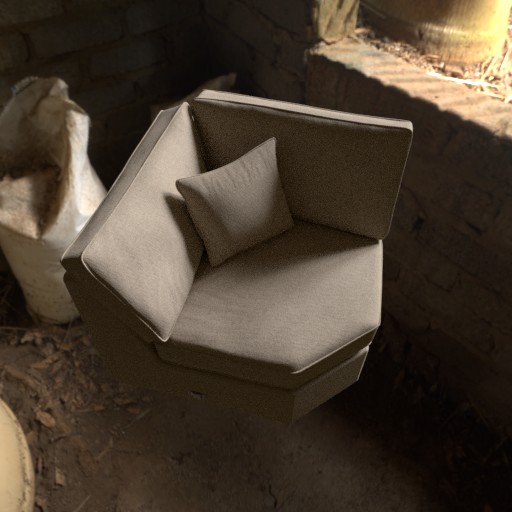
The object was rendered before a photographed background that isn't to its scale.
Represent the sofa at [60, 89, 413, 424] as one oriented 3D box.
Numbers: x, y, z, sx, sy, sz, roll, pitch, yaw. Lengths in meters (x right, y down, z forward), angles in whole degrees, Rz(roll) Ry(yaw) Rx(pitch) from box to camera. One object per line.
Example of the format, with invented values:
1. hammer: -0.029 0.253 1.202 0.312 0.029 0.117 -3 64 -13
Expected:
1. sofa: 0.000 0.000 1.836 1.042 0.937 1.050 11 48 10
